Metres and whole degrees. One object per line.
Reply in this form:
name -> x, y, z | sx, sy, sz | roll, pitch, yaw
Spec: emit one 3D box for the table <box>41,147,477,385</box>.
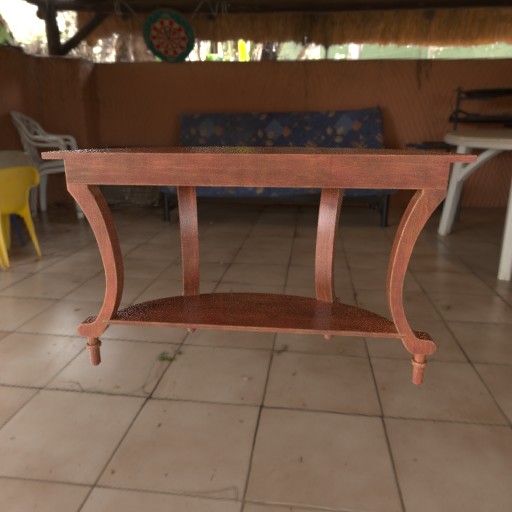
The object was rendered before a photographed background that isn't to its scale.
table -> 0.000, 0.000, 1.498 | 1.198, 0.699, 0.394 | 2, 17, 6
